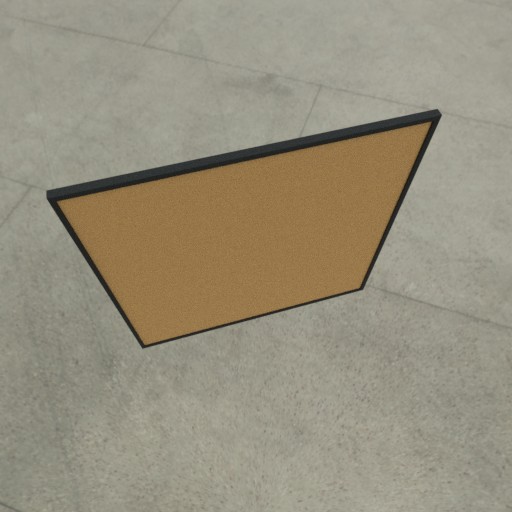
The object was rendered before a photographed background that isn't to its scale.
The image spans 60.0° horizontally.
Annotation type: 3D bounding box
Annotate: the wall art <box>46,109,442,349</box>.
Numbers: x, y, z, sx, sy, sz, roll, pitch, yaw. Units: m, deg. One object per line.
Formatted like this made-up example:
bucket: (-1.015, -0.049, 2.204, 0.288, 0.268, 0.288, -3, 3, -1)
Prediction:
wall art: (0.000, 0.000, 0.693, 0.458, 0.457, 0.013, -14, 60, -8)
